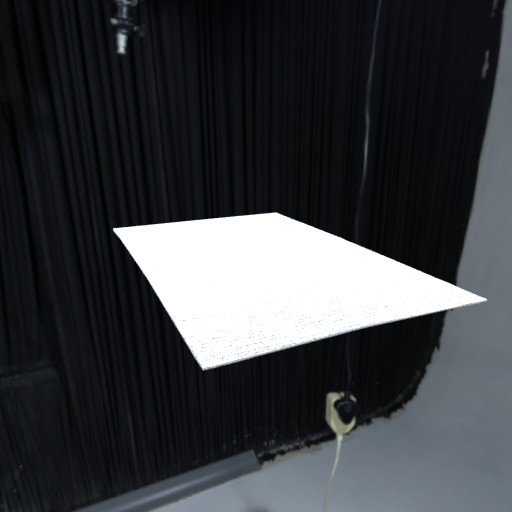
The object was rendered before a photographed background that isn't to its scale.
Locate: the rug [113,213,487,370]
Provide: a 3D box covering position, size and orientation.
[{"bbox_3d":[0.000,0.000,2.229,1.149,0.021,1.773,-8,19,-24],"label":"rug"}]
